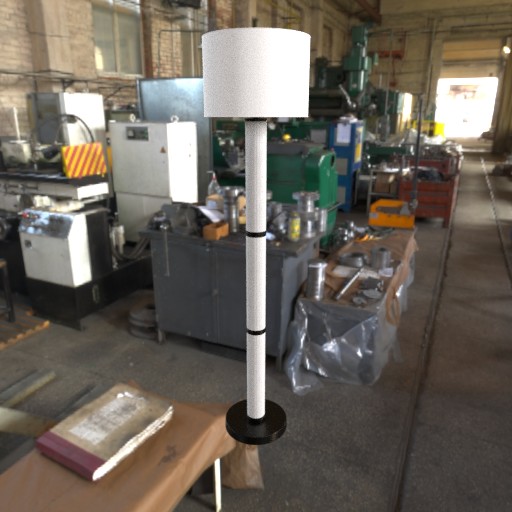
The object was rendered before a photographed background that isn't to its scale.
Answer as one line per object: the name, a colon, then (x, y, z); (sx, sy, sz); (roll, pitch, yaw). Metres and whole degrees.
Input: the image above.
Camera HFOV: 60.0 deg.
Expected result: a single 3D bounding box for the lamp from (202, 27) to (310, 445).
lamp: (0.000, 0.000, 1.777); (0.377, 1.599, 0.377); (-3, 18, -8)
